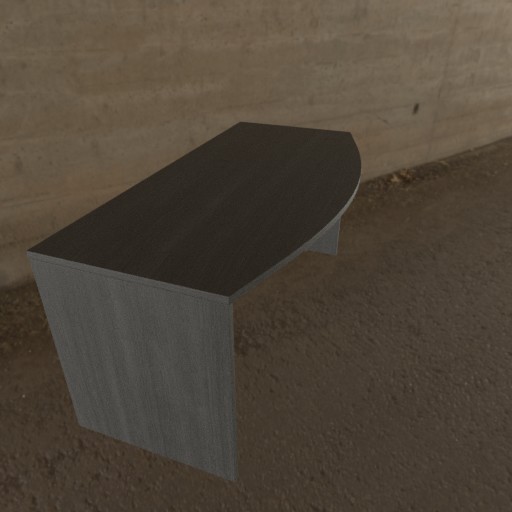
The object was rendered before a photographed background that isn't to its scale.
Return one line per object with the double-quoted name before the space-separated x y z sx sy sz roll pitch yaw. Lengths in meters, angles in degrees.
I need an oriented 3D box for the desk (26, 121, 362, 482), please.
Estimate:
"desk" 0.000 0.000 1.981 0.802 0.750 1.600 11 32 18
